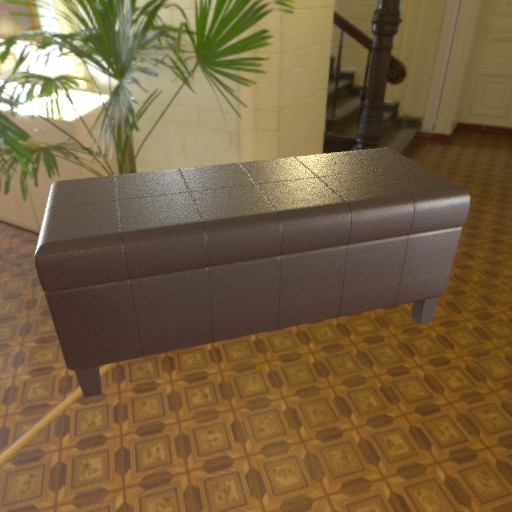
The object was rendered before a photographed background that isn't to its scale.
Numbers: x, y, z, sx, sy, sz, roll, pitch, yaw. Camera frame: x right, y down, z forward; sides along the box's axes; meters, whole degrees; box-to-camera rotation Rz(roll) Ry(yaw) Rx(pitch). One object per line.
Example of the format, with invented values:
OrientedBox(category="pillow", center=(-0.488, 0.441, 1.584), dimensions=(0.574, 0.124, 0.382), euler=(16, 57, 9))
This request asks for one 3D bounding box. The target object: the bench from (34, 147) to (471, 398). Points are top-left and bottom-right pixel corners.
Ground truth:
OrientedBox(category="bench", center=(0.000, 0.000, 1.326), dimensions=(1.092, 0.457, 0.429), euler=(-9, 32, -14))
